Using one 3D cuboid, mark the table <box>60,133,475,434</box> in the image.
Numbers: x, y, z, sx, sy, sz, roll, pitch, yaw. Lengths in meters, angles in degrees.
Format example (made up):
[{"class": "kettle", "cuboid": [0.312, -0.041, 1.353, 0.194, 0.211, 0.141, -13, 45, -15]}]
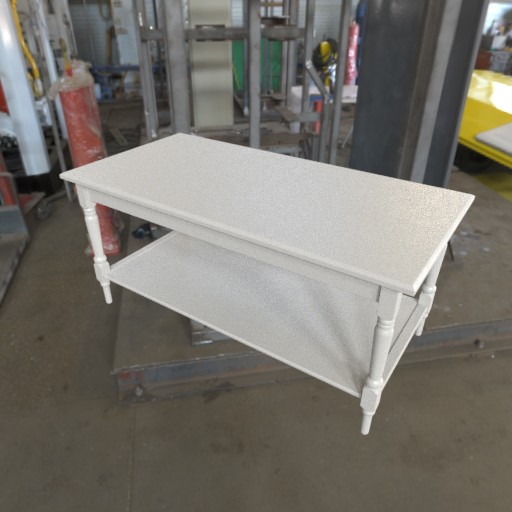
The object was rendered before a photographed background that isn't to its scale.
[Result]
[{"class": "table", "cuboid": [0.000, 0.000, 1.440, 1.109, 0.506, 0.551, 19, 36, 29]}]
